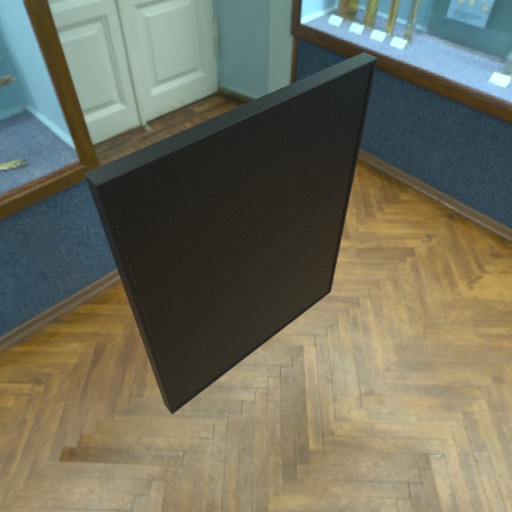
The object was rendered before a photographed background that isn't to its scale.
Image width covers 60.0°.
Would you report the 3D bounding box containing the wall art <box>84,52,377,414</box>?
[{"bbox_3d":[0.000,0.000,0.755,0.451,0.551,0.028,-33,55,-27],"label":"wall art"}]
